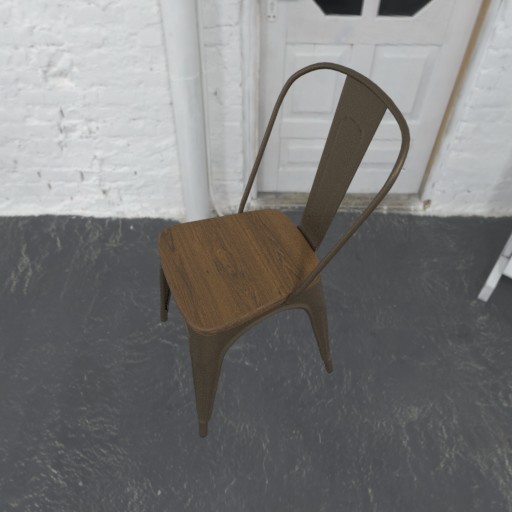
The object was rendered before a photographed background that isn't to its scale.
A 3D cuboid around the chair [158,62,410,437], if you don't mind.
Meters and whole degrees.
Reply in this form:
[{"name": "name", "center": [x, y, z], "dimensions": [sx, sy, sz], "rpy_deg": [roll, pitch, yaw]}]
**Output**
[{"name": "chair", "center": [0.000, 0.000, 1.157], "dimensions": [0.532, 0.844, 0.451], "rpy_deg": [-17, 49, -16]}]
